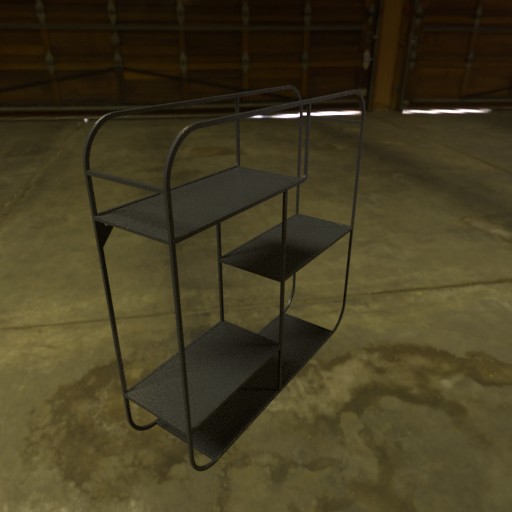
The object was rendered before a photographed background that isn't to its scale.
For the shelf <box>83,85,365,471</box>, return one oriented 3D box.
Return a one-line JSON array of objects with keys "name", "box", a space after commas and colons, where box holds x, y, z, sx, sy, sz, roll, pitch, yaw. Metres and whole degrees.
[{"name": "shelf", "box": [0.000, 0.000, 0.892, 0.160, 0.600, 0.600, 17, 31, 31]}]
